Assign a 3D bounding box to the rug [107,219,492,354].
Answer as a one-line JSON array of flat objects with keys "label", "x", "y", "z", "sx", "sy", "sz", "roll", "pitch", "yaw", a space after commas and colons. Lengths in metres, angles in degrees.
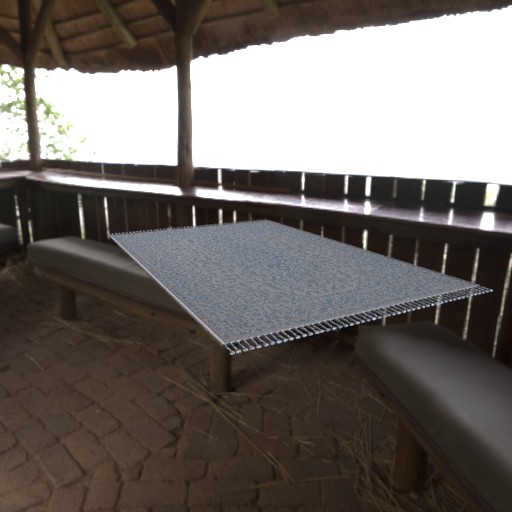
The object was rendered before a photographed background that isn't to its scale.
[{"label": "rug", "x": 0.000, "y": 0.000, "z": 3.021, "sx": 1.524, "sy": 0.010, "sz": 2.438, "roll": -8, "pitch": 16, "yaw": -27}]
